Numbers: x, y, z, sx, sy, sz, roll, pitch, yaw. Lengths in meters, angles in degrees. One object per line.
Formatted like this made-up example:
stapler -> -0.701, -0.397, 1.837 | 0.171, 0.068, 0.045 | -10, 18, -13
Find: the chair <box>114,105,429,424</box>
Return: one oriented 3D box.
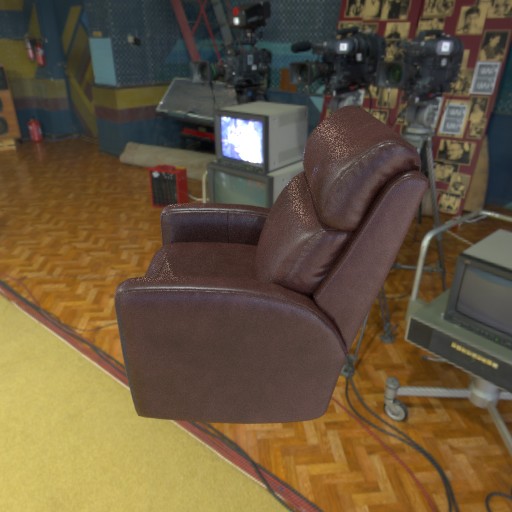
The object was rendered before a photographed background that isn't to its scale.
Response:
chair -> 0.000, 0.000, 1.674 | 0.939, 1.016, 0.787 | 0, 26, 1
